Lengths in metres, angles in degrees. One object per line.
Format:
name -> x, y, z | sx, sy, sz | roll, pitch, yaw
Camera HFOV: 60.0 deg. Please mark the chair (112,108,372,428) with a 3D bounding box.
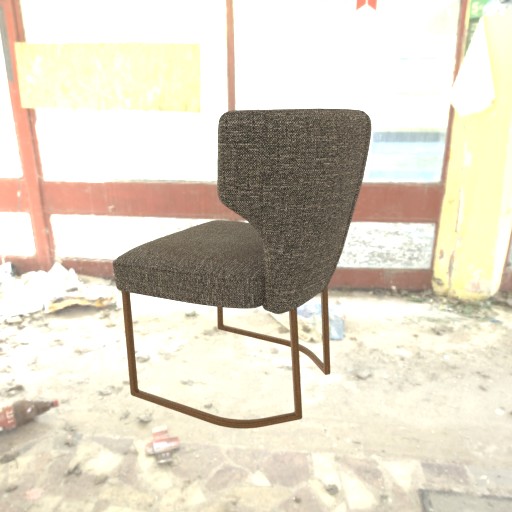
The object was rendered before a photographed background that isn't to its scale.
chair -> 0.000, 0.000, 1.313 | 0.617, 0.824, 0.611 | 8, 19, 26
